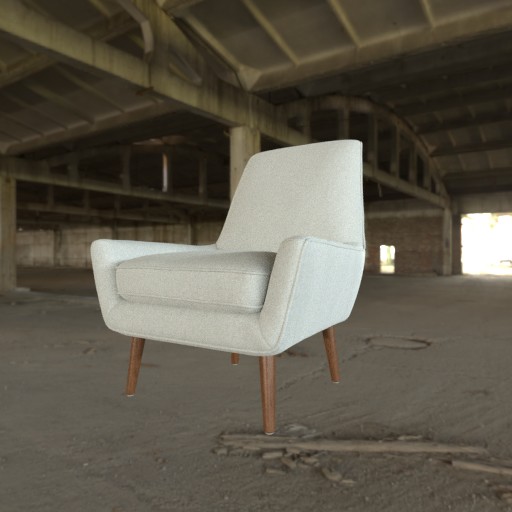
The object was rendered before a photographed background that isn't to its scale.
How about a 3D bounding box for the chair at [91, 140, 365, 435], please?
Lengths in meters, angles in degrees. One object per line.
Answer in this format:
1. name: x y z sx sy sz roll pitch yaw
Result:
1. chair: 0.000 0.000 1.531 0.787 0.888 0.822 0 1 34
